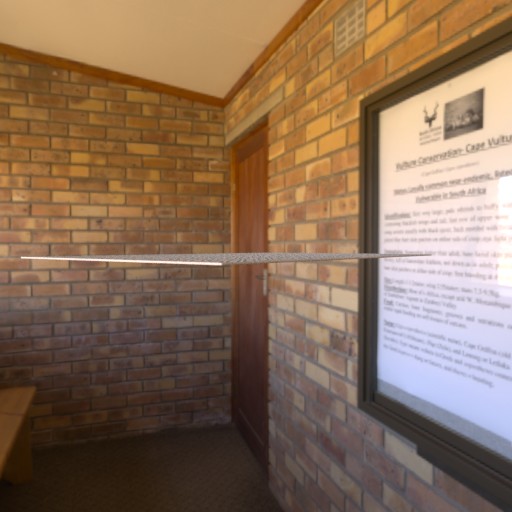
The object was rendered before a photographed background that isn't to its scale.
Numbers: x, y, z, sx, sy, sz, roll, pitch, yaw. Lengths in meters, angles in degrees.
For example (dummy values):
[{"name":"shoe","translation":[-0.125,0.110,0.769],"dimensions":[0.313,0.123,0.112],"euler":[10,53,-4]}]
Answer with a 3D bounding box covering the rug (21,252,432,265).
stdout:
[{"name":"rug","translation":[0.000,0.000,2.304],"dimensions":[1.220,0.007,1.828],"euler":[1,1,39]}]
